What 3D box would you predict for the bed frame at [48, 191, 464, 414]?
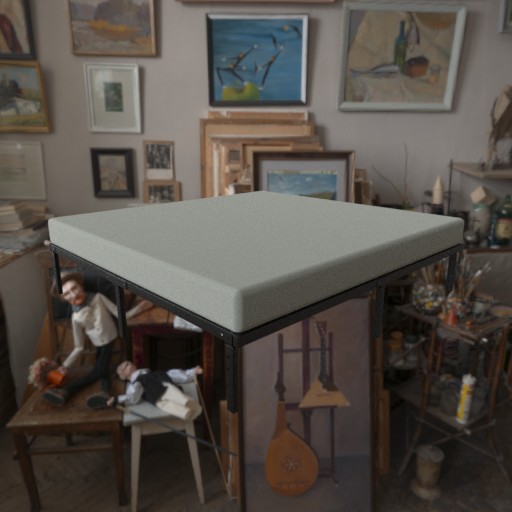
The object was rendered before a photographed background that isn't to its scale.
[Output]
[{"bbox_3d":[0.000,0.000,3.906,2.635,0.680,2.526,-15,22,-41],"label":"bed frame"}]
